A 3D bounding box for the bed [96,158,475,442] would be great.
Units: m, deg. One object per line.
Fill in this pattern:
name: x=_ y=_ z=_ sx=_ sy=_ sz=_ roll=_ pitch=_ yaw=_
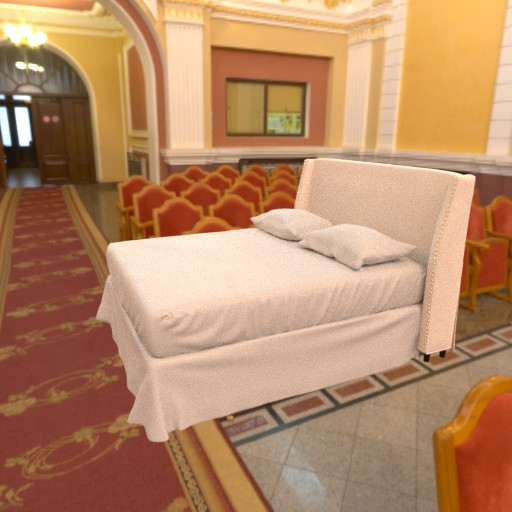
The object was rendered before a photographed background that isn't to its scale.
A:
bed: x=0.000 y=0.000 z=3.393 sx=2.276 sy=1.332 sz=1.925 roll=-7 pitch=18 yaw=-24
